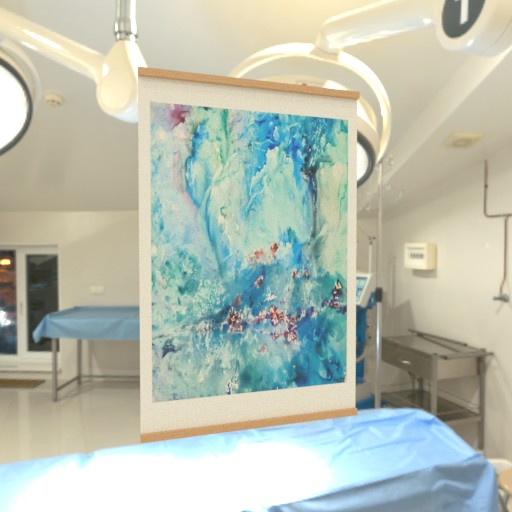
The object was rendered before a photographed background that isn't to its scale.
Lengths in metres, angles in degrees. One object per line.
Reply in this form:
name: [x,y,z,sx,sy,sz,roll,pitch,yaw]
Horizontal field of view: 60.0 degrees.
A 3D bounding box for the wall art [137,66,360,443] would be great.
wall art: [0.000,0.000,0.656,0.335,0.510,0.013,-1,2,-17]
